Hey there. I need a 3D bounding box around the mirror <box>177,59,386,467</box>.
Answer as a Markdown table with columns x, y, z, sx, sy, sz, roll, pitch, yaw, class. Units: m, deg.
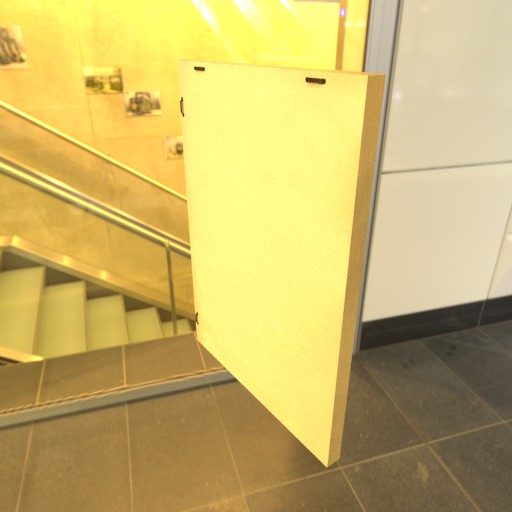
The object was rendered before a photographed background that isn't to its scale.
| x | y | z | sx | sy | sz | roll | pitch | yaw | class |
| --- | --- | --- | --- | --- | --- | --- | --- | --- | --- |
| 0.000 | 0.000 | 0.897 | 0.040 | 0.710 | 0.507 | -18 | 32 | -32 | mirror |
